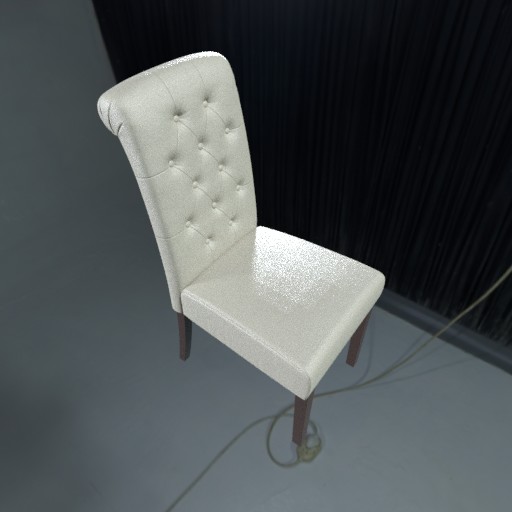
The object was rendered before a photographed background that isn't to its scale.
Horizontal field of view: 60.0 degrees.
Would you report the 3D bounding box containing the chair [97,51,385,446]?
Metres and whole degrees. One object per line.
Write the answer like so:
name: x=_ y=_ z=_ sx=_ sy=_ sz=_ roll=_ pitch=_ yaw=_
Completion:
chair: x=0.000 y=0.000 z=1.337 sx=0.671 sy=1.006 sz=0.456 roll=26 pitch=48 yaw=26
